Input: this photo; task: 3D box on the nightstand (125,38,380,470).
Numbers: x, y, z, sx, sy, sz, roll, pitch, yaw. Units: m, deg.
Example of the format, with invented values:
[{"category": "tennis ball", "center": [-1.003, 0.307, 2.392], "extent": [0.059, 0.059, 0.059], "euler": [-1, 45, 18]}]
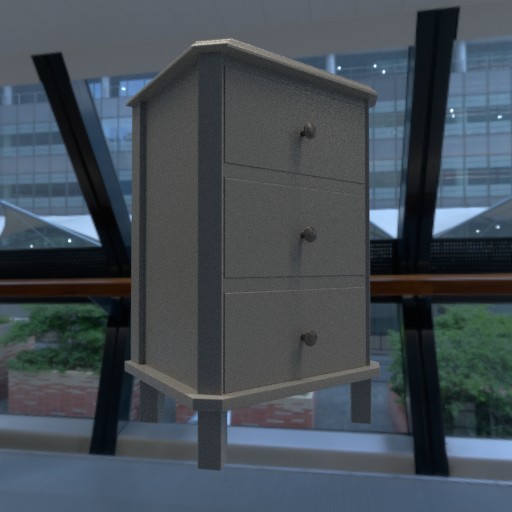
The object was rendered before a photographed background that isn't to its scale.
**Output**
[{"category": "nightstand", "center": [0.000, 0.000, 0.924], "extent": [0.435, 0.680, 0.348], "euler": [1, -1, -35]}]
